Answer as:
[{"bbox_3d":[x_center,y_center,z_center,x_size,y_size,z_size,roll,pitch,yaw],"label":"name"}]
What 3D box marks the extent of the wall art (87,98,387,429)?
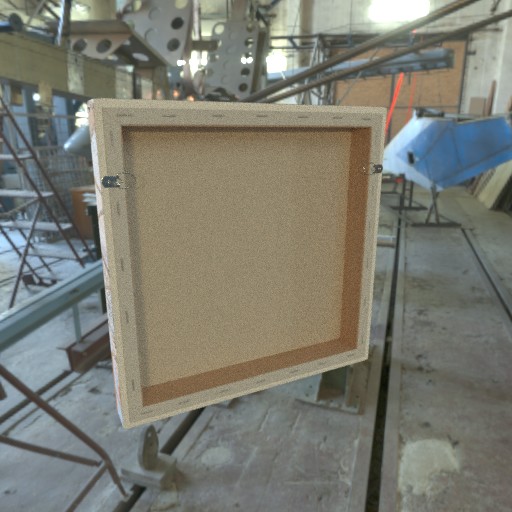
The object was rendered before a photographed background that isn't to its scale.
[{"bbox_3d":[0.000,0.000,0.467,0.303,0.304,0.036,-8,17,-26],"label":"wall art"}]
